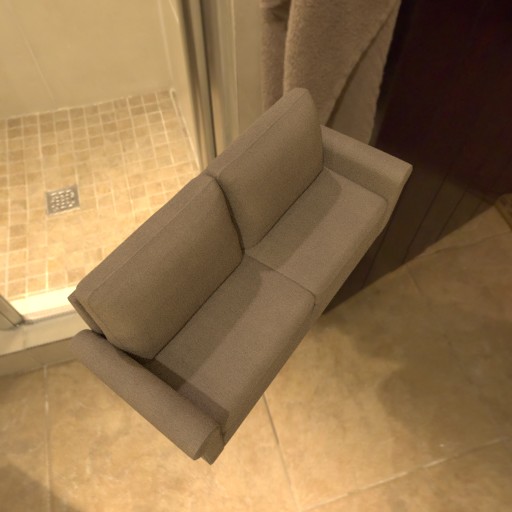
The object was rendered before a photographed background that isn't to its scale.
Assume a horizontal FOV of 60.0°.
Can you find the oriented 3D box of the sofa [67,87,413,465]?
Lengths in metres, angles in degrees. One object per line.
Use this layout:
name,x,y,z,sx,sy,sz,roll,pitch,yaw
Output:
sofa,0.000,0.000,2.381,0.842,0.942,1.935,32,63,19
